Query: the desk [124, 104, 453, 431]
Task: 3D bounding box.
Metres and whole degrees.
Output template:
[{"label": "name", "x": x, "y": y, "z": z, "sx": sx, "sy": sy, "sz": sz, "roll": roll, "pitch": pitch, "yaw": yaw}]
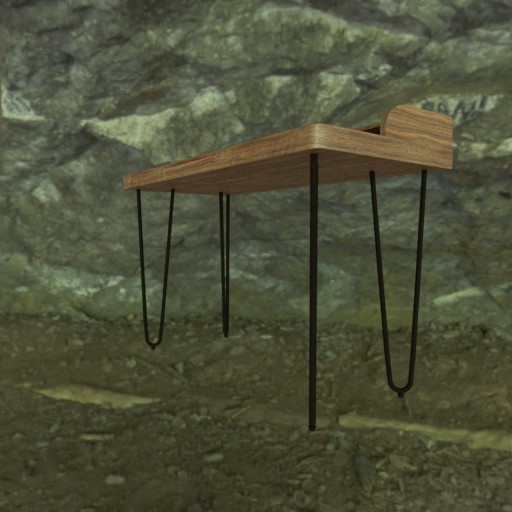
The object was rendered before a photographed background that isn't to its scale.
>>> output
[{"label": "desk", "x": 0.000, "y": 0.000, "z": 1.647, "sx": 0.565, "sy": 0.854, "sz": 1.200, "roll": -2, "pitch": 4, "yaw": -37}]
